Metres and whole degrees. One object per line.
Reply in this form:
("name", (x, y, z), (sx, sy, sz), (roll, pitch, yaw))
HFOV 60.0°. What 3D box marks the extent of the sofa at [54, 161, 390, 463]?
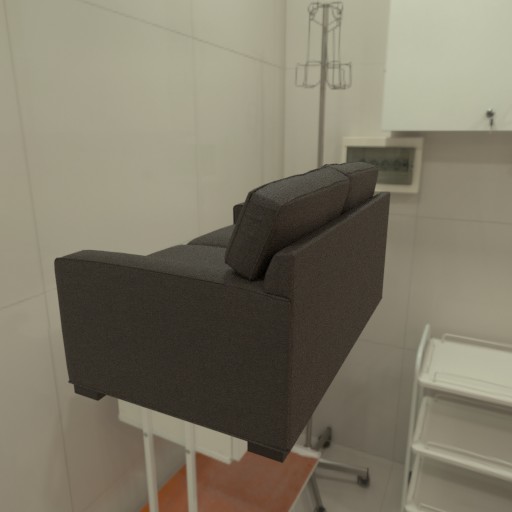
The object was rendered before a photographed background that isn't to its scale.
("sofa", (0.000, 0.000, 2.144), (0.974, 0.887, 1.534), (7, 17, 25))
